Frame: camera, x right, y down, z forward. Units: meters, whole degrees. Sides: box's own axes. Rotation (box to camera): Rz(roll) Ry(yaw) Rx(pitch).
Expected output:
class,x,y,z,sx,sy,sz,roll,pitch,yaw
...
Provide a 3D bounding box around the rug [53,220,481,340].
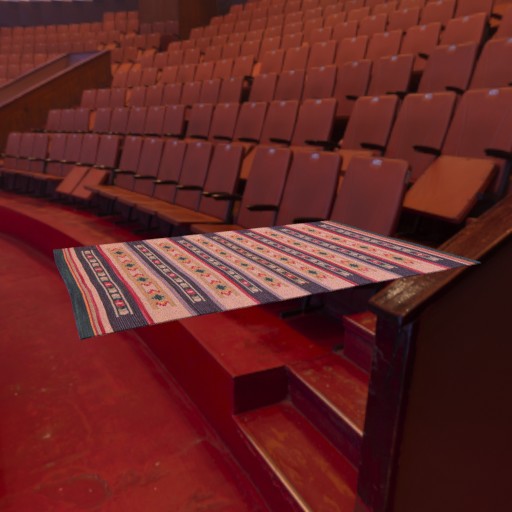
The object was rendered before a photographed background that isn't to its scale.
class,x,y,z,sx,sy,sz,roll,pitch,yaw
rug,0.000,0.000,2.845,2.311,0.010,1.522,-8,17,-26
